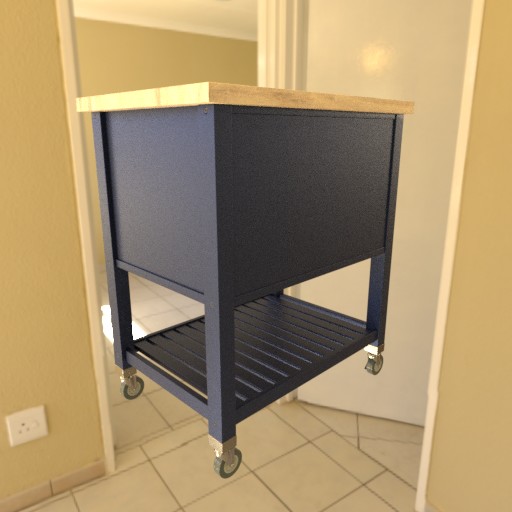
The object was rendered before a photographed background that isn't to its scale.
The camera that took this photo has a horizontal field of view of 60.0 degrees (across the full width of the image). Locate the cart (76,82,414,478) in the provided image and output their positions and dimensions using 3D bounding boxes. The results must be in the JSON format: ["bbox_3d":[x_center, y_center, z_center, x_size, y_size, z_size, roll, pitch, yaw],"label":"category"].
[{"bbox_3d":[0.000,0.000,1.384,0.797,0.920,0.567,-15,21,-42],"label":"cart"}]
